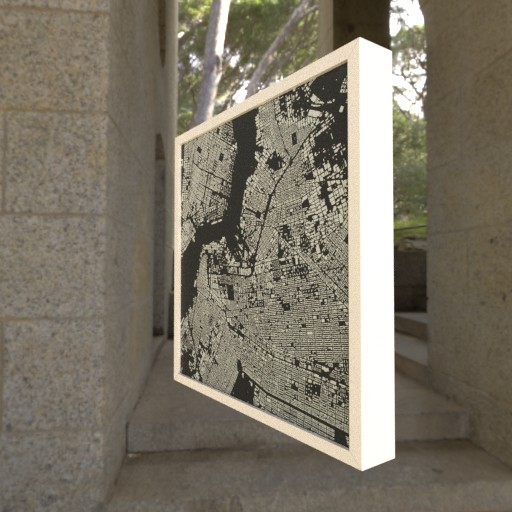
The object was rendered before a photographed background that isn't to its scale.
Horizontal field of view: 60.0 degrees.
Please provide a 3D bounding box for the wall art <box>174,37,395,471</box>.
[{"bbox_3d":[0.000,0.000,0.446,0.037,0.305,0.305,1,-2,-35],"label":"wall art"}]
